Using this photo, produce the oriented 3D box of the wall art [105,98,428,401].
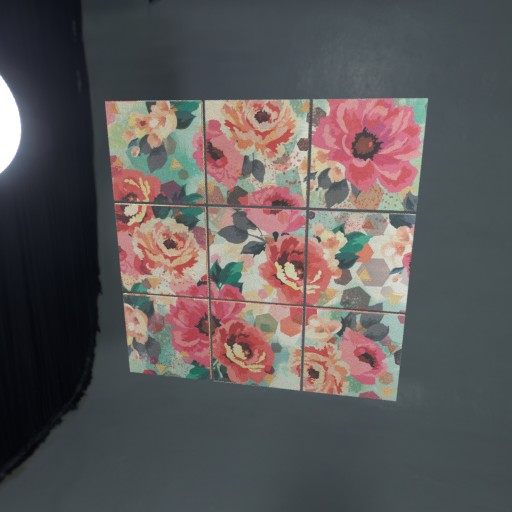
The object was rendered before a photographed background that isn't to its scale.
[{"bbox_3d":[0.000,0.000,1.369,0.911,0.910,0.012,3,17,11],"label":"wall art"}]
